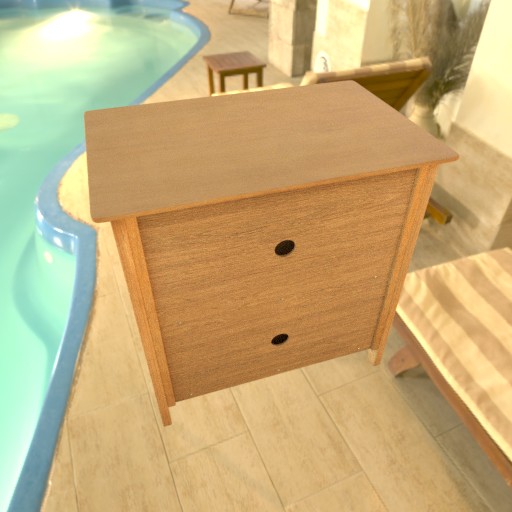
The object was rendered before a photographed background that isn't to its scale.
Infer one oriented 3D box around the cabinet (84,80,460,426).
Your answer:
[{"bbox_3d":[0.000,0.000,1.282,0.763,0.762,0.503,-12,42,-14],"label":"cabinet"}]
